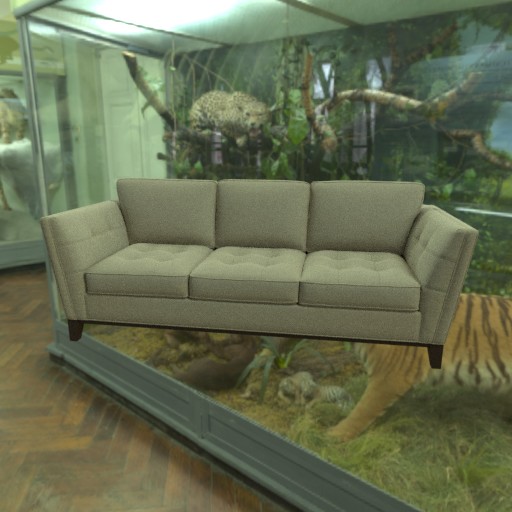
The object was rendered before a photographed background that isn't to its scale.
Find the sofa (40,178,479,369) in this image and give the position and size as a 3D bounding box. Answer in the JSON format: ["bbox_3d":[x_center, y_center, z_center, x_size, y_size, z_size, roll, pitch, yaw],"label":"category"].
[{"bbox_3d":[0.000,0.000,2.896,2.388,0.940,0.965,2,15,9],"label":"sofa"}]
